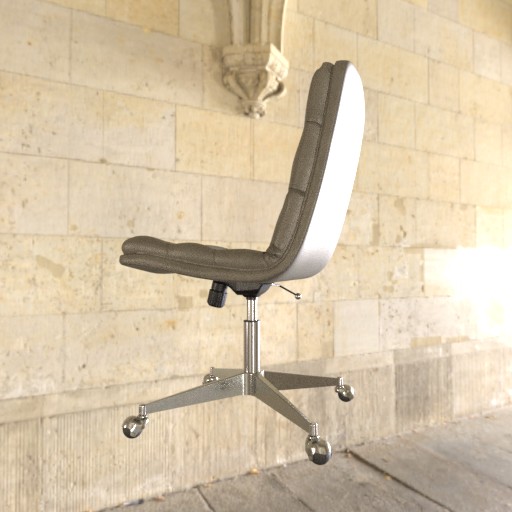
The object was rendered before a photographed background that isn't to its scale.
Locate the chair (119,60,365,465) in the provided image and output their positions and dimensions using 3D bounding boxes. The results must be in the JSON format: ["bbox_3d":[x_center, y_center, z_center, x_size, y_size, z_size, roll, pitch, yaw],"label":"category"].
[{"bbox_3d":[0.000,0.000,1.018,0.485,0.738,0.422,0,-2,18],"label":"chair"}]
